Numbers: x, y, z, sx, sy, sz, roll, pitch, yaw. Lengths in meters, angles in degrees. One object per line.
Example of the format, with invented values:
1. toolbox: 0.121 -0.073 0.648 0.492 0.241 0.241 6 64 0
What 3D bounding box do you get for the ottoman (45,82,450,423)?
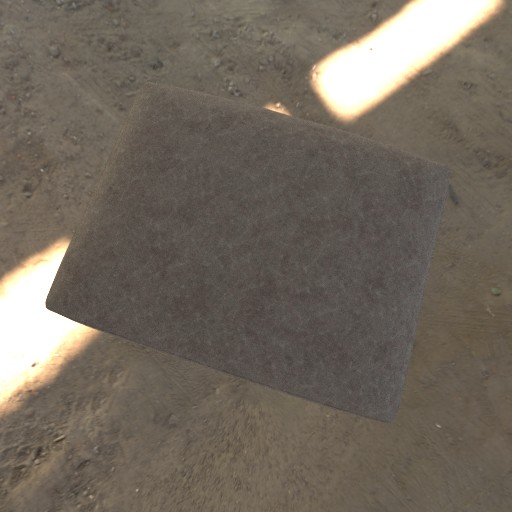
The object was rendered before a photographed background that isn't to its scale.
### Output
1. ottoman: 0.000 0.000 1.107 0.741 0.513 0.584 17 75 5
